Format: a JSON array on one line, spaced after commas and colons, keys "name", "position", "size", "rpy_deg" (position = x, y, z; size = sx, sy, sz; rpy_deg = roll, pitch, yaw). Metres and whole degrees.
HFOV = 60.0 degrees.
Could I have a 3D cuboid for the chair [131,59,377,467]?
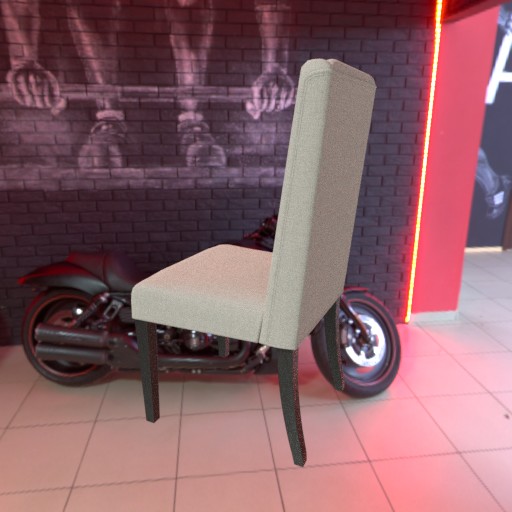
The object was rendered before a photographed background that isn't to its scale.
[{"name": "chair", "position": [0.000, 0.000, 1.252], "size": [0.523, 0.961, 0.474], "rpy_deg": [8, 18, 25]}]
